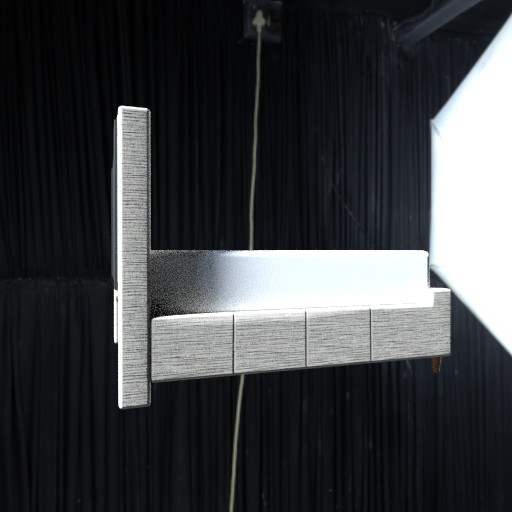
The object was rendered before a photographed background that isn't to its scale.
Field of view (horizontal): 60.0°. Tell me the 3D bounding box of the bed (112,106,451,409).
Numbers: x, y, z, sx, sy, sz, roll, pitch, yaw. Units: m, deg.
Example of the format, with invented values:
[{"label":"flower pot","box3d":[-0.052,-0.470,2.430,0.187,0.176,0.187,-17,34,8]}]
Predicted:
[{"label":"bed","box3d":[0.000,0.000,3.856,2.370,1.743,2.045,0,0,-19]}]
